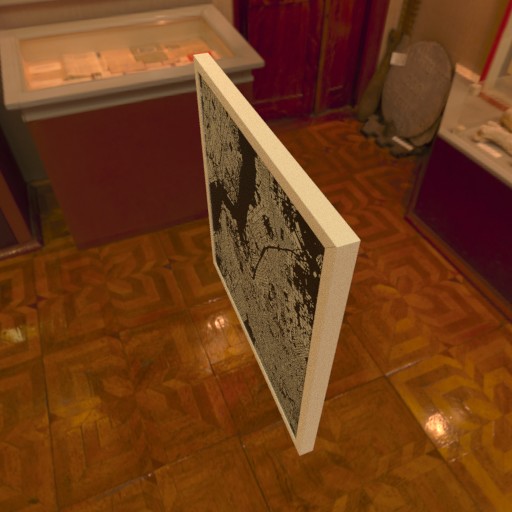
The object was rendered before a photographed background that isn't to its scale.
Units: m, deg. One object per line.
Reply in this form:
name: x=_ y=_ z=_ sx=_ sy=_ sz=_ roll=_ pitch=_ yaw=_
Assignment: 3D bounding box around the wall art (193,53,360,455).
wall art: x=0.000 y=0.000 z=1.155 sx=0.050 sy=0.762 sz=0.761 roll=-15 pitch=47 yaw=-15
